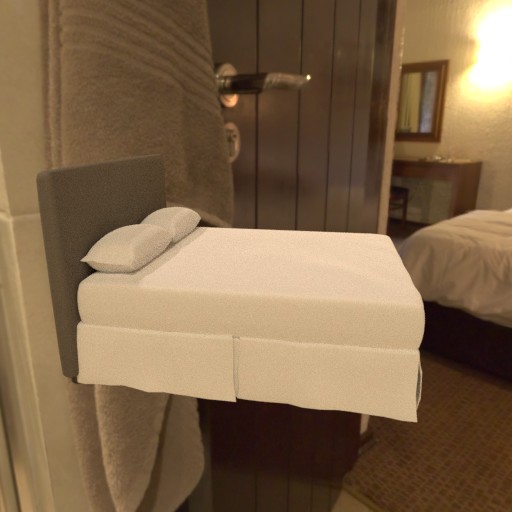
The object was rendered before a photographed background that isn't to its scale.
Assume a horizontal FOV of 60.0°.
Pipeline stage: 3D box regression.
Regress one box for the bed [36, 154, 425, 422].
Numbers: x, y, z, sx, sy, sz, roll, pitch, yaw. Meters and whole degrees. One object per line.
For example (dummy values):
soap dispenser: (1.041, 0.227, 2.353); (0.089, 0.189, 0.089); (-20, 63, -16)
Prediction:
bed: (0.000, 0.000, 3.170); (2.142, 1.330, 1.723); (3, 16, 9)
